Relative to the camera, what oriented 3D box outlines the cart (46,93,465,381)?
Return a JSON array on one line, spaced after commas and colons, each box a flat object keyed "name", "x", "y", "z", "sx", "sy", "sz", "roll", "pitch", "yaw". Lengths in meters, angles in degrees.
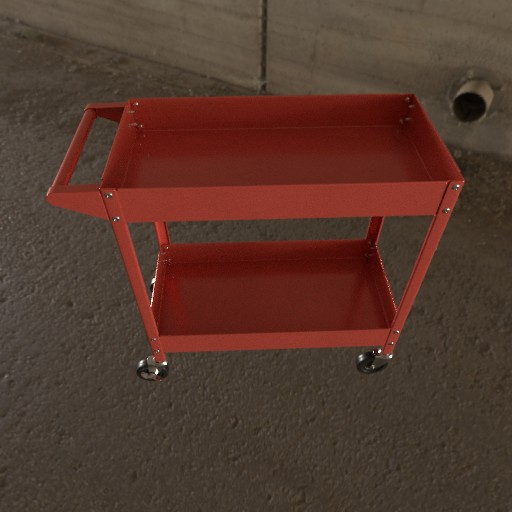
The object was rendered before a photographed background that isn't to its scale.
[{"name": "cart", "x": 0.000, "y": 0.000, "z": 1.174, "sx": 0.779, "sy": 0.719, "sz": 0.366, "roll": -2, "pitch": 47, "yaw": -1}]
